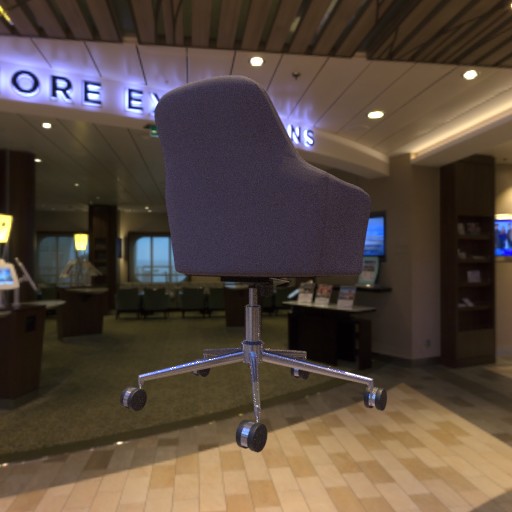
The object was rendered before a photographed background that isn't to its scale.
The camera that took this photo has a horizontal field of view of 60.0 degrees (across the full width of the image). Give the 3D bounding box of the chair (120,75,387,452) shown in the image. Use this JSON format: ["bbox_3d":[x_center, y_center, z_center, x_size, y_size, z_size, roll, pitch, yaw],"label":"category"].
[{"bbox_3d":[0.000,0.000,1.268,0.655,0.820,0.600,0,-1,36],"label":"chair"}]
